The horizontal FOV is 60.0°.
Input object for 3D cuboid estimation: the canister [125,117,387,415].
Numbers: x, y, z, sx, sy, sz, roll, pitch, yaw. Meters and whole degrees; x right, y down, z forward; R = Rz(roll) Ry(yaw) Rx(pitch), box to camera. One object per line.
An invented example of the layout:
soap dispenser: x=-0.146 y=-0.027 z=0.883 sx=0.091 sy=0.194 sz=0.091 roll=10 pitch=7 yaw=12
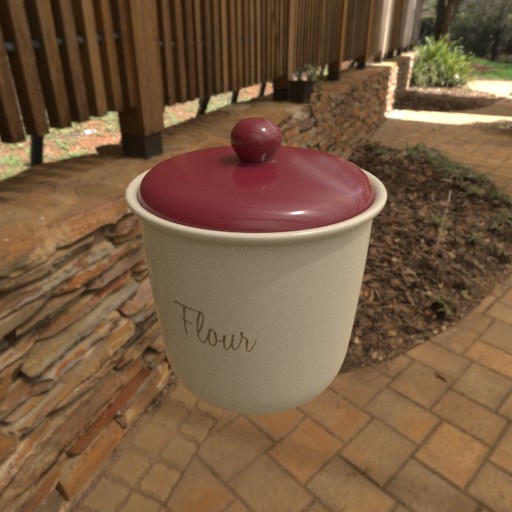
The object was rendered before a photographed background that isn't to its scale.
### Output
canister: x=0.000 y=0.000 z=0.344 sx=0.182 sy=0.208 sz=0.182 roll=0 pitch=27 yaw=0
